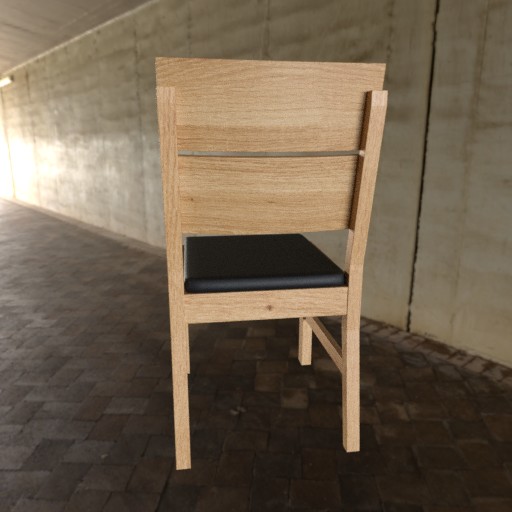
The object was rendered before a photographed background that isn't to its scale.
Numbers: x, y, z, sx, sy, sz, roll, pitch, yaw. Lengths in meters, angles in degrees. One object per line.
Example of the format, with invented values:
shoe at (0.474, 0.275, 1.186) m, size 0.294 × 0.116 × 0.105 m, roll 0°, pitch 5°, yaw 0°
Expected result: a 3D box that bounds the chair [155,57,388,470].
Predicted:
chair at (0.000, 0.000, 1.262) m, size 0.475 × 0.950 × 0.569 m, roll -2°, pitch 14°, yaw -8°
